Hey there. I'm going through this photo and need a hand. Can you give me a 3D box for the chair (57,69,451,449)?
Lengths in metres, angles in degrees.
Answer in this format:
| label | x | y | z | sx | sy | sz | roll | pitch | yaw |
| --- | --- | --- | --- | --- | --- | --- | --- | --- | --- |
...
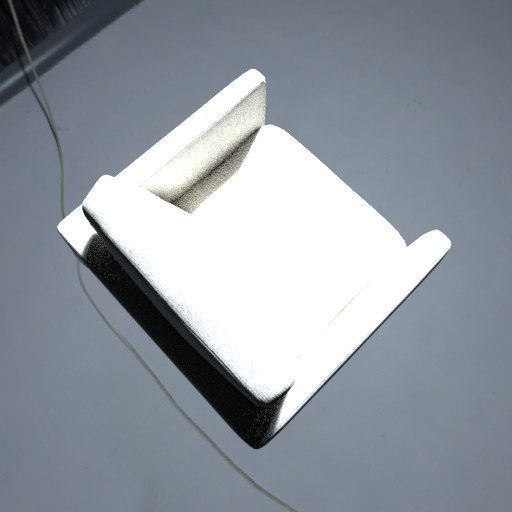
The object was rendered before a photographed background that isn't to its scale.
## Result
| label | x | y | z | sx | sy | sz | roll | pitch | yaw |
| --- | --- | --- | --- | --- | --- | --- | --- | --- | --- |
| chair | 0.000 | 0.000 | 1.715 | 0.959 | 0.919 | 0.996 | -43 | 78 | -11 |
